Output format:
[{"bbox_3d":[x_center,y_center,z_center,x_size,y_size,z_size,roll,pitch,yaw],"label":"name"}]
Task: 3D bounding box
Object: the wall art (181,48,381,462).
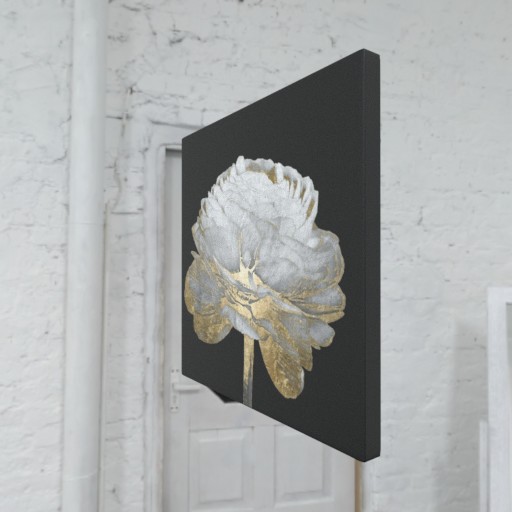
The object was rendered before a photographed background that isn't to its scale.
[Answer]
[{"bbox_3d":[0.000,0.000,0.909,0.043,0.611,0.610,0,0,-35],"label":"wall art"}]
